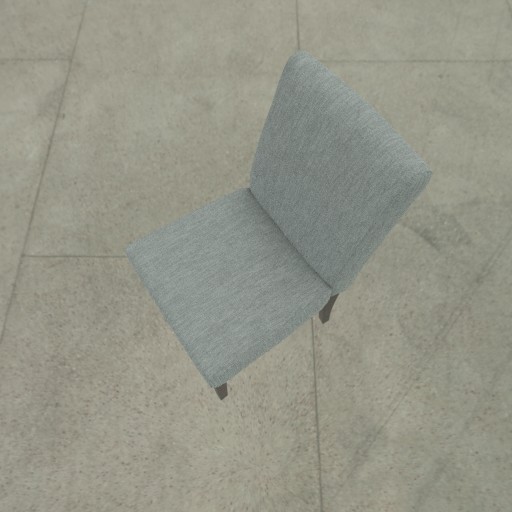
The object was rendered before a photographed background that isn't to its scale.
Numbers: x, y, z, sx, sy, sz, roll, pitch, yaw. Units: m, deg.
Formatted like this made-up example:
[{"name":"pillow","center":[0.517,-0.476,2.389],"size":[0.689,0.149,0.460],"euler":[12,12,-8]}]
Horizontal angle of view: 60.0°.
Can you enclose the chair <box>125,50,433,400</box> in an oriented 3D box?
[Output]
[{"name":"chair","center":[0.000,0.000,1.302],"size":[0.629,0.884,0.487],"euler":[-32,69,-14]}]
